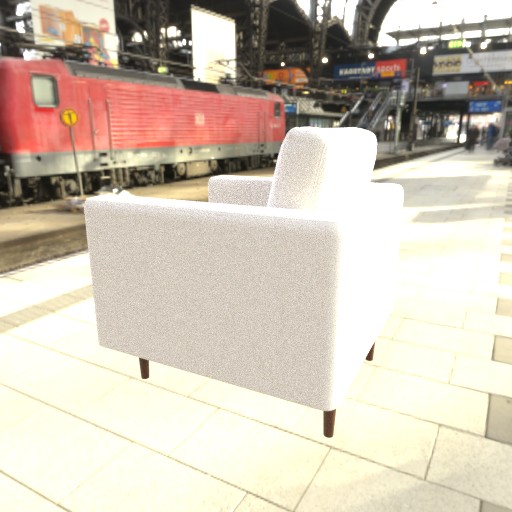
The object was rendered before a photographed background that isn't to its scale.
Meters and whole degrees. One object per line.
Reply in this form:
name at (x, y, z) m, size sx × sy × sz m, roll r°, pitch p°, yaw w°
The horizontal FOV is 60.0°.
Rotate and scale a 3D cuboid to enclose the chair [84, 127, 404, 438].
chair at (0.000, 0.000, 1.612) m, size 0.879 × 0.899 × 0.831 m, roll 8°, pitch 18°, yaw 26°
